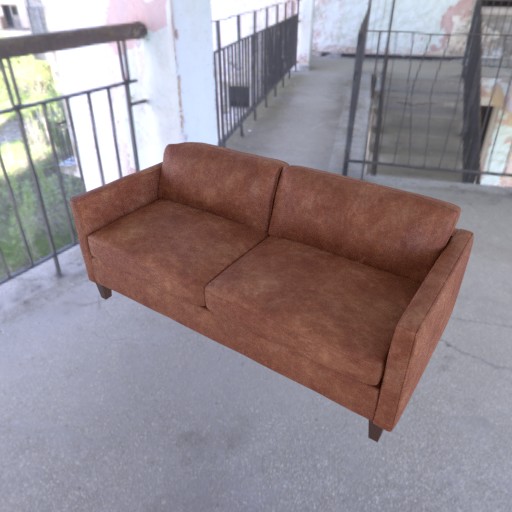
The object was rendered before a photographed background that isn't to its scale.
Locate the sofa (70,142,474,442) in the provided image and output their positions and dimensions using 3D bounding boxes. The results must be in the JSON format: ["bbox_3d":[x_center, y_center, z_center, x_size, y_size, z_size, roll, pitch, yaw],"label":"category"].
[{"bbox_3d":[0.000,0.000,2.417,1.971,0.863,0.923,20,37,29],"label":"sofa"}]
